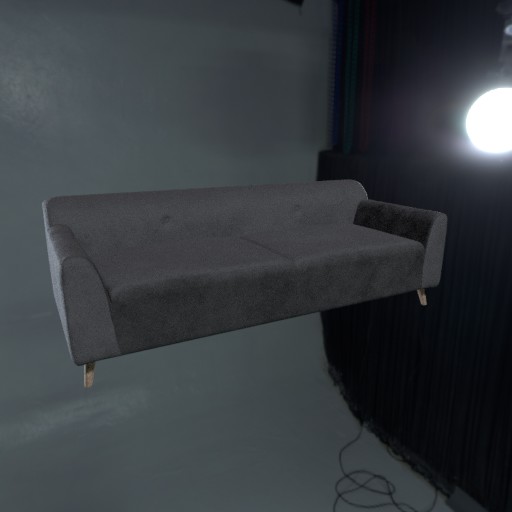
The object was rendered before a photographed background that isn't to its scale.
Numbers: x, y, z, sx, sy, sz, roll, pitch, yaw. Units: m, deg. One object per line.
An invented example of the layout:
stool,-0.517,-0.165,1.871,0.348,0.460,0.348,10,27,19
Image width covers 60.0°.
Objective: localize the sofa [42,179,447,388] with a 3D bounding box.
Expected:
sofa,0.000,0.000,2.628,2.190,0.740,0.900,-8,17,-27
